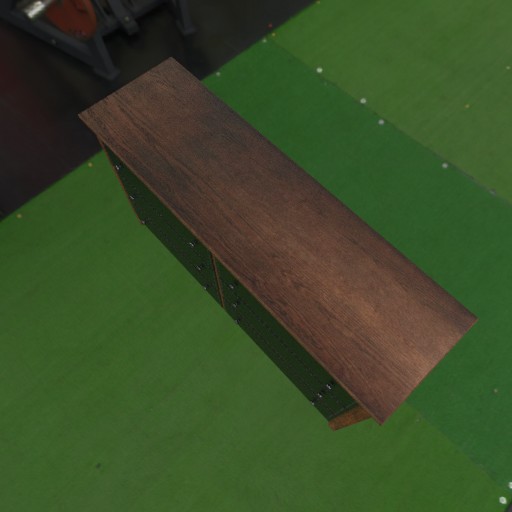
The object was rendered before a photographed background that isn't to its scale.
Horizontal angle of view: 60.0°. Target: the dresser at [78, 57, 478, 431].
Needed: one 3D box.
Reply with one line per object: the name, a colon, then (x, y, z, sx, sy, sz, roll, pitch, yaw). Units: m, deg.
dresser: (0.000, 0.000, 1.940, 0.463, 0.856, 1.551, -40, 71, -17)
